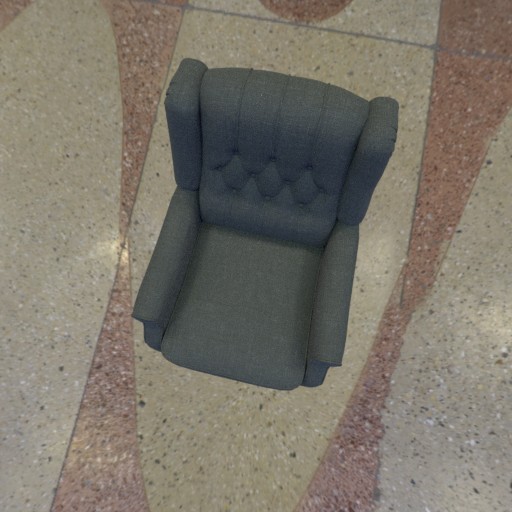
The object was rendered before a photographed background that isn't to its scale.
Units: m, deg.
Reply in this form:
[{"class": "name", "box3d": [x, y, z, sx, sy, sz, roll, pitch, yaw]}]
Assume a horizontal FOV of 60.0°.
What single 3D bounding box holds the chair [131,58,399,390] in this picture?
[{"class": "chair", "box3d": [0.000, 0.000, 1.637, 0.742, 1.035, 0.898, 13, 75, 3]}]
